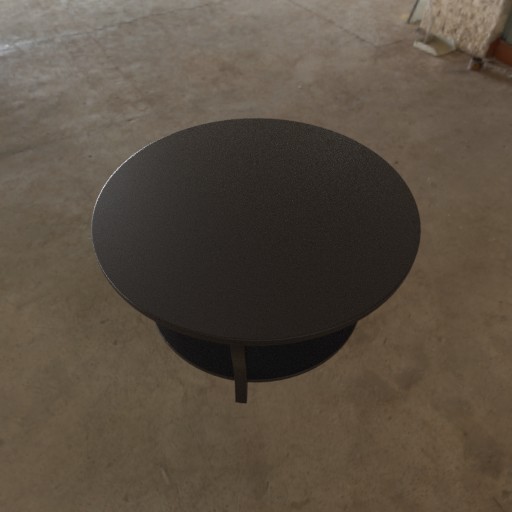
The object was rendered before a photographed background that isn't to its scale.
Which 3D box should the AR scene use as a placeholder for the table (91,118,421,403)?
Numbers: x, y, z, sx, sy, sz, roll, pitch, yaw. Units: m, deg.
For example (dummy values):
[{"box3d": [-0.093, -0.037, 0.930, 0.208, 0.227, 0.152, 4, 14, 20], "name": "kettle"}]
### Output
[{"box3d": [0.000, 0.000, 1.433, 0.914, 0.457, 0.914, 0, 47, 0], "name": "table"}]
